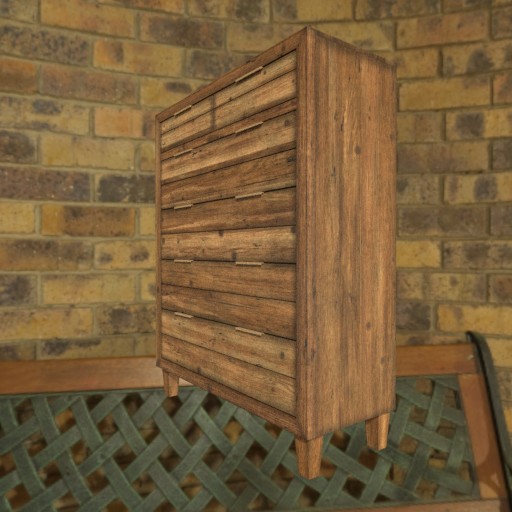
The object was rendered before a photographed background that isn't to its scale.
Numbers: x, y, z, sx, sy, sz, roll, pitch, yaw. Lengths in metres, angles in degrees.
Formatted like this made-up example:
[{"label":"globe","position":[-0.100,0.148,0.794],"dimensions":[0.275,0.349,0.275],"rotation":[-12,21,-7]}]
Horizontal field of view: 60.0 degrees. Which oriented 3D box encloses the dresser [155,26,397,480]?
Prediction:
[{"label":"dresser","position":[0.000,0.000,1.857],"dimensions":[0.438,1.359,1.067],"rotation":[0,1,-37]}]
